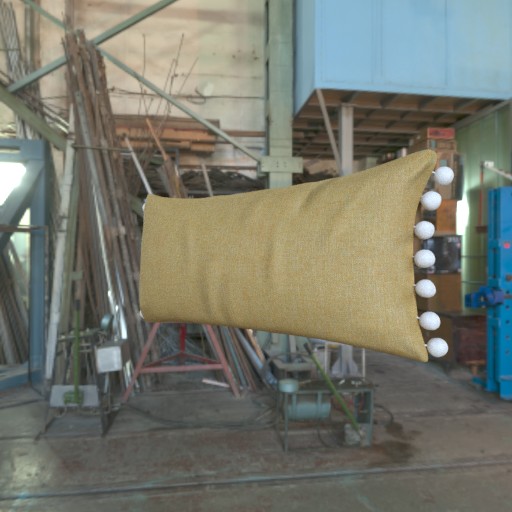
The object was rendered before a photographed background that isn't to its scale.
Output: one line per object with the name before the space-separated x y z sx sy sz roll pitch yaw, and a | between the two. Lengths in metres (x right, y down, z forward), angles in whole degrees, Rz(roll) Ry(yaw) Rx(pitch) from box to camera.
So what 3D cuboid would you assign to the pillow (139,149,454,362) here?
pillow | 0.000 0.000 0.857 0.709 0.322 0.201 0 0 37
